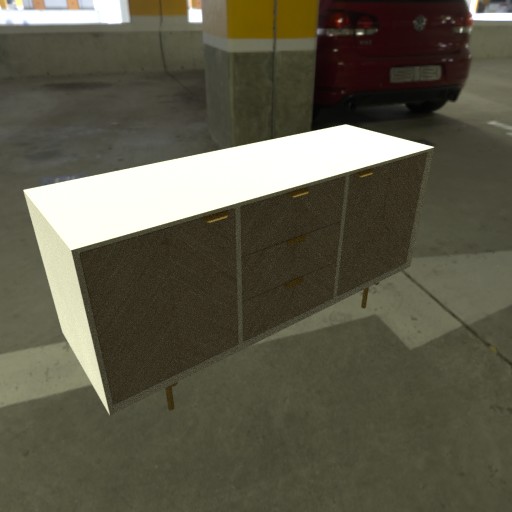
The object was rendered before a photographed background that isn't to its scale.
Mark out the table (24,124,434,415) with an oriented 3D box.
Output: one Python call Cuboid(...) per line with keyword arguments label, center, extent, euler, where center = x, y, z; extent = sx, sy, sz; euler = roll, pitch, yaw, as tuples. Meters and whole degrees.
Cuboid(label="table", center=(0.000, 0.000, 1.838), extent=(1.500, 0.769, 0.508), euler=(-20, 35, -31))
